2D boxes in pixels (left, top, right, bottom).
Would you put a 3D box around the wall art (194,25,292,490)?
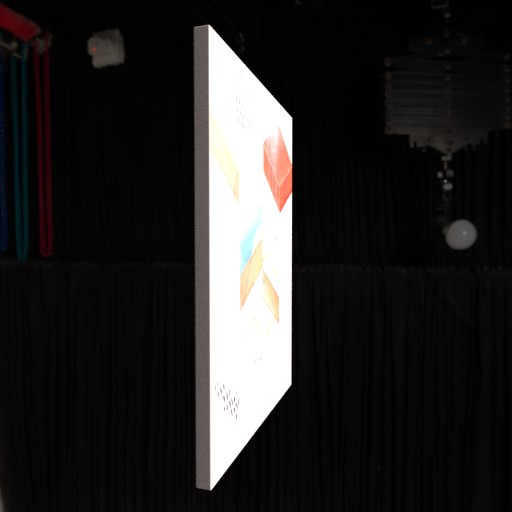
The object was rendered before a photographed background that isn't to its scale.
[{"bbox_3d":[0.000,0.000,1.600,0.046,1.221,0.914,1,2,18],"label":"wall art"}]
